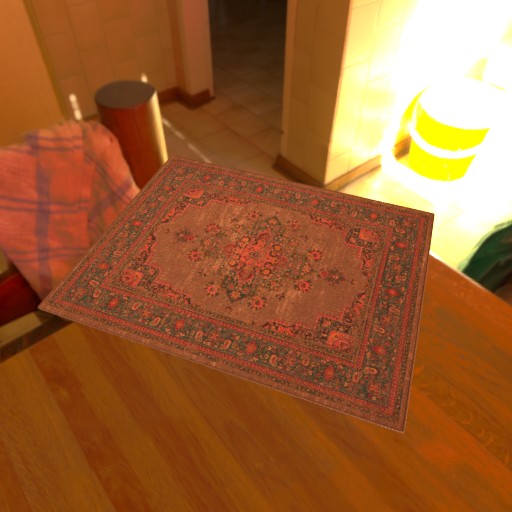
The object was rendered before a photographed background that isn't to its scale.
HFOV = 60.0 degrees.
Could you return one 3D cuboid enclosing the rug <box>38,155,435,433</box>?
[{"bbox_3d":[0.000,0.000,4.172,3.057,0.013,2.434,15,48,14],"label":"rug"}]
